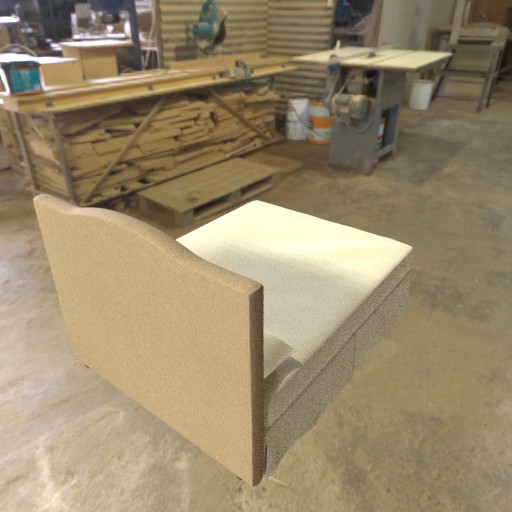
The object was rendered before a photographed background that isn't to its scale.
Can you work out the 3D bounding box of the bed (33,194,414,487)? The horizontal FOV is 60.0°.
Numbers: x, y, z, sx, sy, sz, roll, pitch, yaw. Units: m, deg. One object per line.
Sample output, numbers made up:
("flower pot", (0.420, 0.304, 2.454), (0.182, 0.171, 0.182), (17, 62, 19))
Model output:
("bed", (0.000, 0.000, 3.347), (1.821, 1.436, 2.282), (21, 36, 32))
